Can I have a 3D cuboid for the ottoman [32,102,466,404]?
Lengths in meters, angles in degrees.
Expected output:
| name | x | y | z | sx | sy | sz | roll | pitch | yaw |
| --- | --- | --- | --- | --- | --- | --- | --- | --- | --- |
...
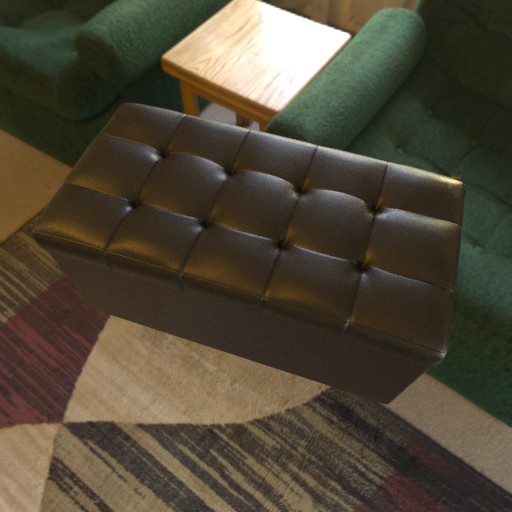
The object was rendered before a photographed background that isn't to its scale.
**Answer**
| name | x | y | z | sx | sy | sz | roll | pitch | yaw |
| --- | --- | --- | --- | --- | --- | --- | --- | --- | --- |
| ottoman | 0.000 | 0.000 | 1.102 | 0.838 | 0.470 | 0.432 | 16 | 60 | 9 |
